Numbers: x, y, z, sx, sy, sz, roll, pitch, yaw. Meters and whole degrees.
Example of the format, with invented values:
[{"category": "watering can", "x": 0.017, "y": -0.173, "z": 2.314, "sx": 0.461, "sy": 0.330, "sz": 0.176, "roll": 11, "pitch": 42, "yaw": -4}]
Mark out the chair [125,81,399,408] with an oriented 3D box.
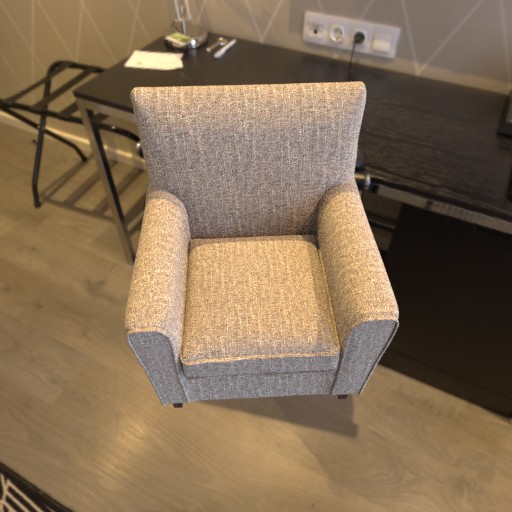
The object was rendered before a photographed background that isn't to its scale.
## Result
[{"category": "chair", "x": 0.000, "y": 0.000, "z": 1.668, "sx": 0.864, "sy": 0.928, "sz": 0.873, "roll": -2, "pitch": 47, "yaw": -2}]
